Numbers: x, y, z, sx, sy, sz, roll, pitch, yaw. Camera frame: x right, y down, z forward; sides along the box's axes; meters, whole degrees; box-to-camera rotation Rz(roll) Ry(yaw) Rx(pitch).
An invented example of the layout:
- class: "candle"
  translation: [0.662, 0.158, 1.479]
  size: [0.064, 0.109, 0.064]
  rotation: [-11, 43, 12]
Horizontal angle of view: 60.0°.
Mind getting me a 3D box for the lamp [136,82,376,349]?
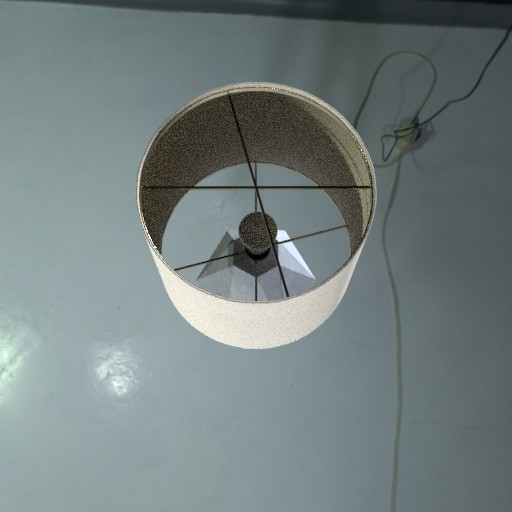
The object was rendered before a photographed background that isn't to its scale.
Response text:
- class: "lamp"
  translation: [0.000, 0.000, 0.663]
  size: [0.276, 0.501, 0.276]
  rotation: [0, 74, 0]
